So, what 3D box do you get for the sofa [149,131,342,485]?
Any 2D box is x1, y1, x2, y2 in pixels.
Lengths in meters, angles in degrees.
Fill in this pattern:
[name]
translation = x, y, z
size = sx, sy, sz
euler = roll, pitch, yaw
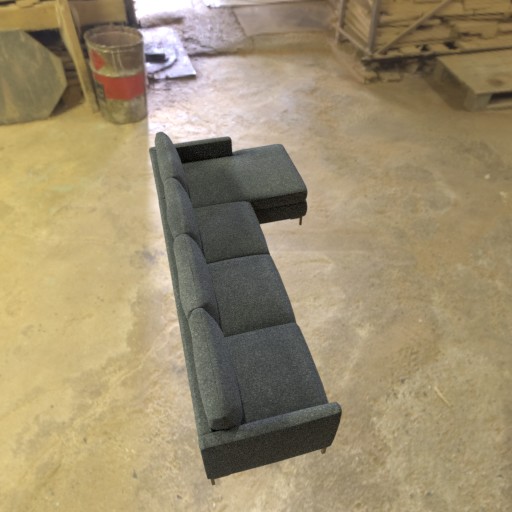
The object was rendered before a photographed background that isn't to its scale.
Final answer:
[sofa]
translation = 0.000, 0.000, 3.480
size = 1.350, 0.810, 2.932
euler = -11, 48, -10
